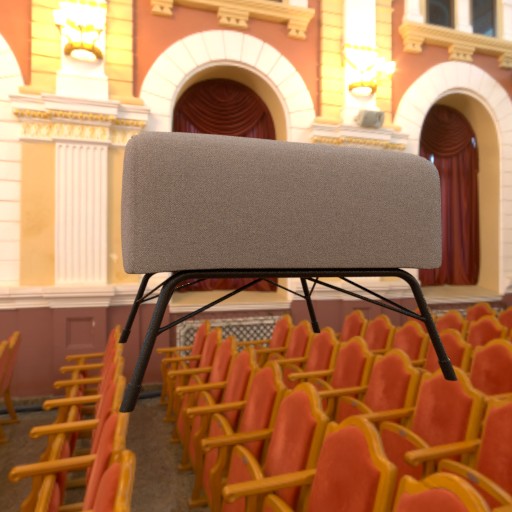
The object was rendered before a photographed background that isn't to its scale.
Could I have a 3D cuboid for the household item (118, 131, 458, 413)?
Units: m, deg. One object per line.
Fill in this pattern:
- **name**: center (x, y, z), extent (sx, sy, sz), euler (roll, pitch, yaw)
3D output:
- **household item**: center (0.000, 0.000, 0.898), extent (0.530, 0.410, 0.530), euler (0, -1, -17)
